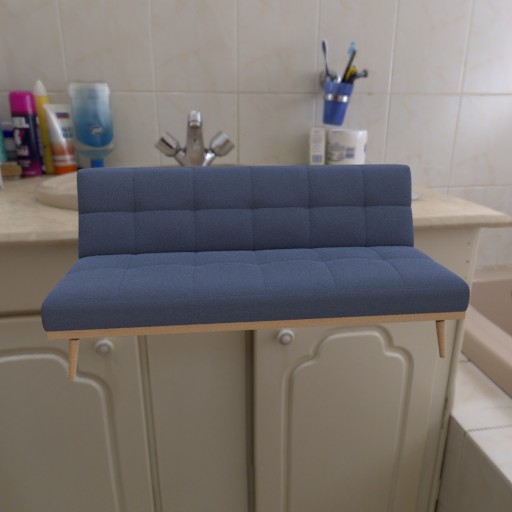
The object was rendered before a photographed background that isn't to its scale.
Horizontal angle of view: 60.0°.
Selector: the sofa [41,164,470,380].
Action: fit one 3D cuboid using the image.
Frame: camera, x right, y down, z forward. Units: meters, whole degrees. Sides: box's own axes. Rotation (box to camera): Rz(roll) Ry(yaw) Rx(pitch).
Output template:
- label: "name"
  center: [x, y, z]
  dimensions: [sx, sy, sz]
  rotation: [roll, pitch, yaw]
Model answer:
- label: "sofa"
  center: [0.000, 0.000, 2.171]
  dimensions: [1.800, 0.800, 0.796]
  rotation: [-2, 18, -6]
